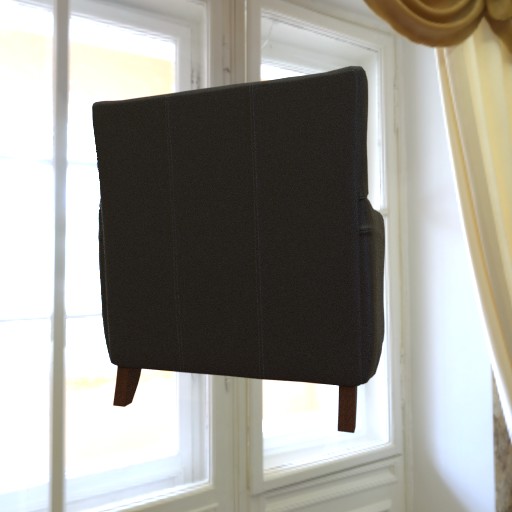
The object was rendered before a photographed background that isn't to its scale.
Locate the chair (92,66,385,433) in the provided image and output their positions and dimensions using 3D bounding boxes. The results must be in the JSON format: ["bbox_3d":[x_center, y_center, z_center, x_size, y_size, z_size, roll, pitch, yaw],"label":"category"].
[{"bbox_3d":[0.000,0.000,1.584,0.870,0.943,0.825,0,-1,18],"label":"chair"}]
